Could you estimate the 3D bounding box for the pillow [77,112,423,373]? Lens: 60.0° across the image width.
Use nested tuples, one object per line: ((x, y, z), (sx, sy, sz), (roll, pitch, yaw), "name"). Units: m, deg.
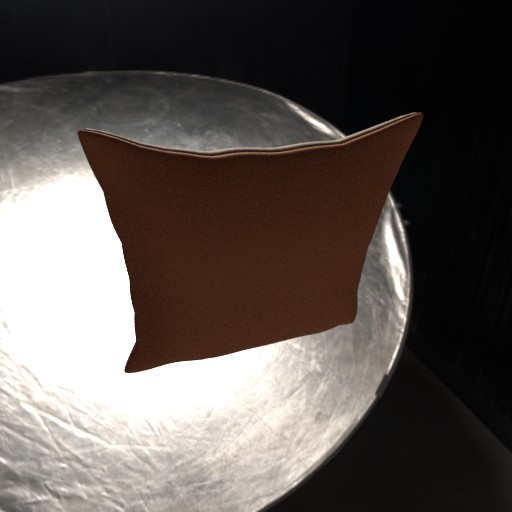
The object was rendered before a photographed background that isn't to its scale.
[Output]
((0.000, 0.000, 0.693), (0.453, 0.430, 0.200), (-8, 27, -17), "pillow")
